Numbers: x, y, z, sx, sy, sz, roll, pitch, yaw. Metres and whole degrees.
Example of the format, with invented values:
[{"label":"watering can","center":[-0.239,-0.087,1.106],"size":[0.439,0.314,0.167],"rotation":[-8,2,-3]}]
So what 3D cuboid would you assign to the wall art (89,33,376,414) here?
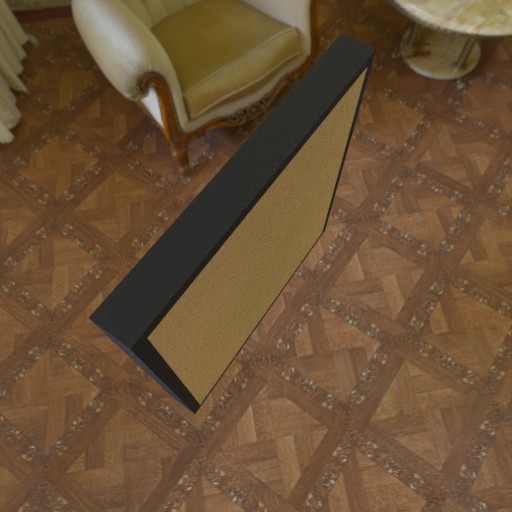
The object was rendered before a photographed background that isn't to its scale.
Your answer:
[{"label":"wall art","center":[0.000,0.000,0.451],"size":[0.033,0.304,0.305],"rotation":[32,68,15]}]
